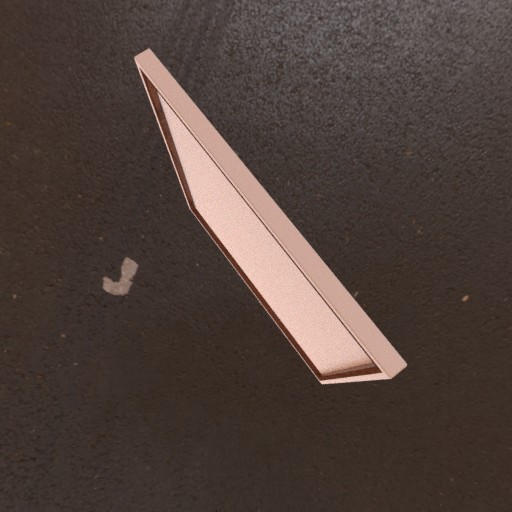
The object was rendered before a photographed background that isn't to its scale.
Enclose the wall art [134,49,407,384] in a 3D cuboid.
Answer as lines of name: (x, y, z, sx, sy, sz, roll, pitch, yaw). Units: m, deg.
wall art: (0.000, 0.000, 1.527, 0.049, 1.009, 1.009, -35, 76, -10)
